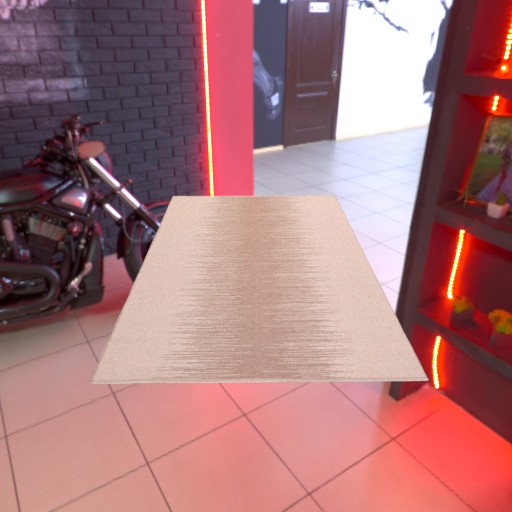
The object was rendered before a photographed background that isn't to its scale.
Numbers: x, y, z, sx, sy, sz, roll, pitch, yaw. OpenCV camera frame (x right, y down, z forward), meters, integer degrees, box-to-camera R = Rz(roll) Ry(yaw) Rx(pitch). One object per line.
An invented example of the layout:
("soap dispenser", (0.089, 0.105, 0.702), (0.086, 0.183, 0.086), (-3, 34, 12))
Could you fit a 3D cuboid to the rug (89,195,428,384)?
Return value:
("rug", (0.000, 0.000, 3.059), (1.522, 0.012, 2.440), (0, 27, -1))
